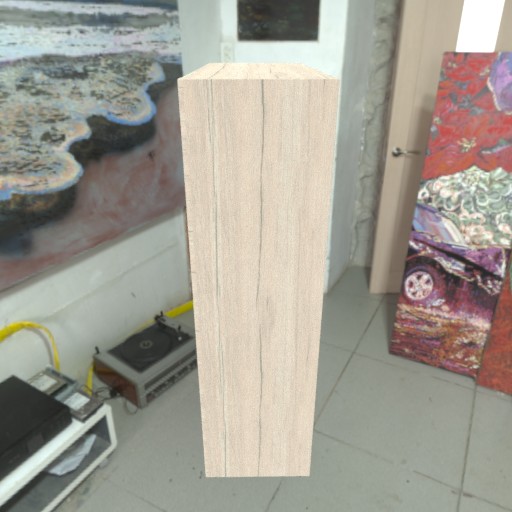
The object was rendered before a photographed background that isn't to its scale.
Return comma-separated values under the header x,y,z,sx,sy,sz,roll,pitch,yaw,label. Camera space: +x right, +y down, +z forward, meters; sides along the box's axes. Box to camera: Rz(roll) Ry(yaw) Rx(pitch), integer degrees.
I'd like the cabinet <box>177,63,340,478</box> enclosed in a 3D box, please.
x,y,z,sx,sy,sz,roll,pitch,yaw,label
0.000,0.000,2.656,0.580,2.070,1.400,0,26,-1,cabinet
